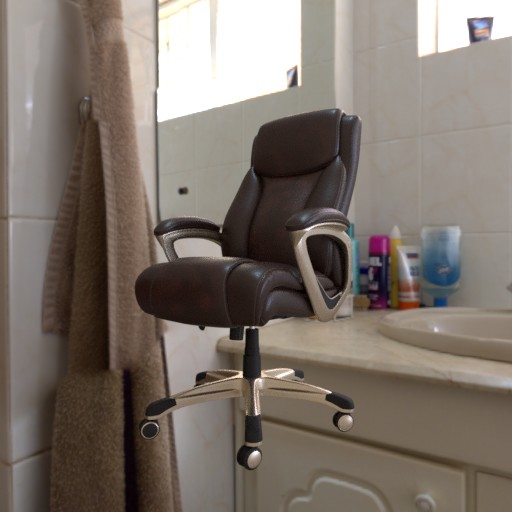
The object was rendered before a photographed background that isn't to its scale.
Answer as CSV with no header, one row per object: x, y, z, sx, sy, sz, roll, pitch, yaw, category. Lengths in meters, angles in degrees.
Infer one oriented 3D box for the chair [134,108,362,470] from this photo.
0.000,0.000,1.618,0.692,1.194,0.749,0,0,36,chair
